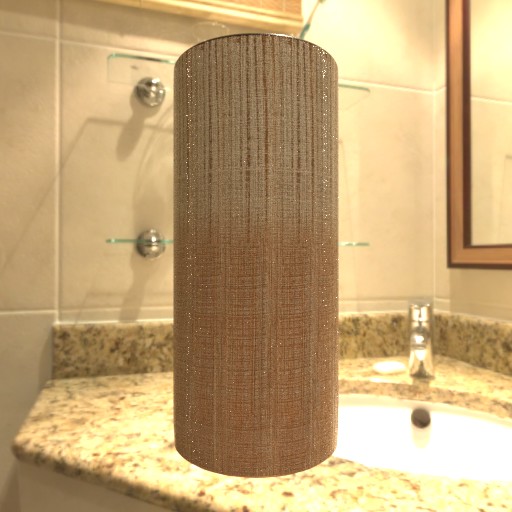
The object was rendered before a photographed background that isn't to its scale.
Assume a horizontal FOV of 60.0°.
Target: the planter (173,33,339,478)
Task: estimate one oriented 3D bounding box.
[{"bbox_3d":[0.000,0.000,0.273,0.100,0.227,0.100,0,0,35],"label":"planter"}]
